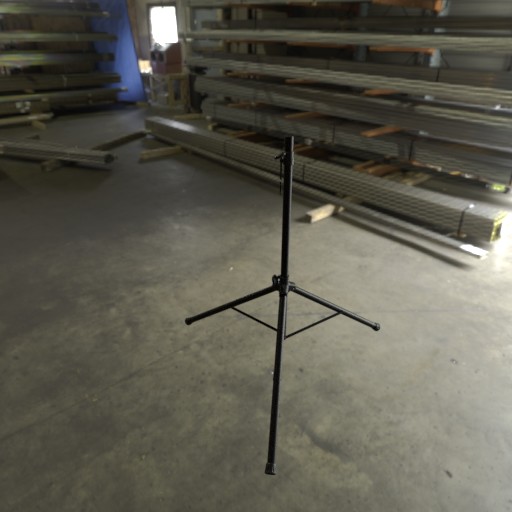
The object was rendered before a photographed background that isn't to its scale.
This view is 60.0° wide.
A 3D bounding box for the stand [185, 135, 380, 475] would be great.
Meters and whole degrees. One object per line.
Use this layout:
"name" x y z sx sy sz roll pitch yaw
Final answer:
"stand" 0.000 0.000 2.876 1.339 1.595 1.596 18 32 31
